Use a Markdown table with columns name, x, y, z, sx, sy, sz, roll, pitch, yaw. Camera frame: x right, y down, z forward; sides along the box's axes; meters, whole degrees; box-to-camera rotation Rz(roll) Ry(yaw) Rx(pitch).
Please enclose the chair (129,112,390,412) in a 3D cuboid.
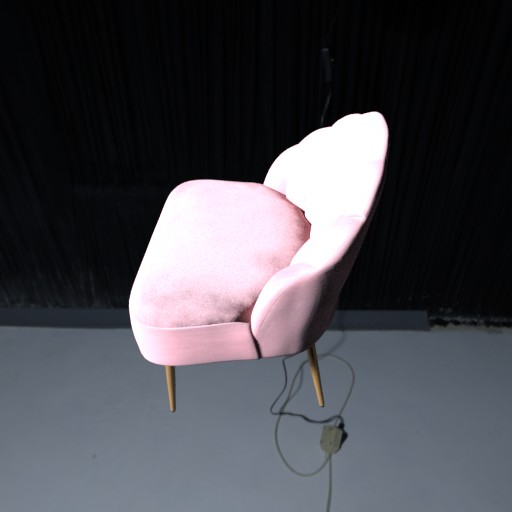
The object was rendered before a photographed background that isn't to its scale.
| name | x | y | z | sx | sy | sz | roll | pitch | yaw |
| --- | --- | --- | --- | --- | --- | --- | --- | --- | --- |
| chair | 0.000 | 0.000 | 1.266 | 0.599 | 0.819 | 0.657 | 2 | 39 | 2 |
